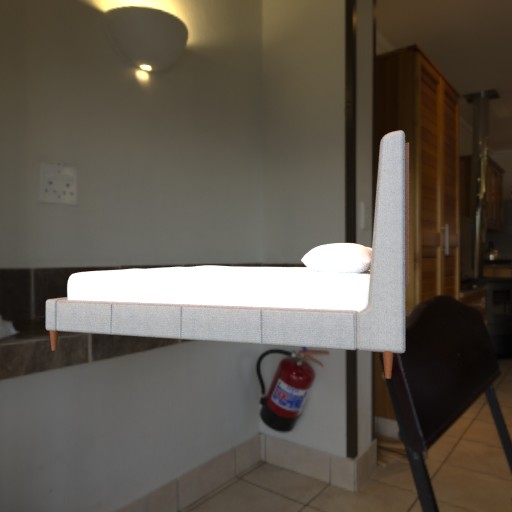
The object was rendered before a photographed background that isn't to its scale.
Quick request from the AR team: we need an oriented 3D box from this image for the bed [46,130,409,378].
[{"bbox_3d":[0.000,0.000,3.612,2.342,1.289,2.062,0,0,19],"label":"bed"}]
